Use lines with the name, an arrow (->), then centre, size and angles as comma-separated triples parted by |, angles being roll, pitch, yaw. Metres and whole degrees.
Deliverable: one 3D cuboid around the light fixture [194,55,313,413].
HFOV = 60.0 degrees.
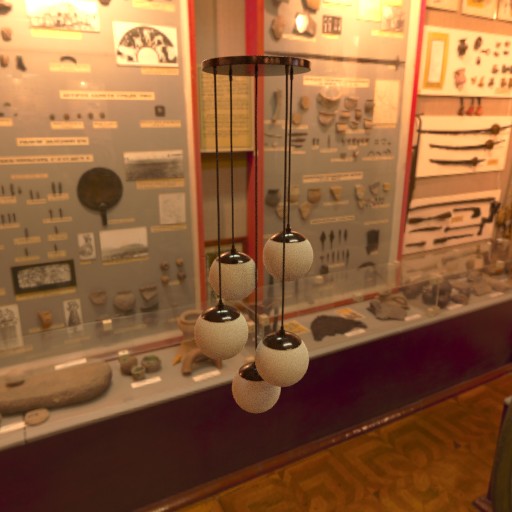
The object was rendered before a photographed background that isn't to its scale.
light fixture -> 0.000, 0.000, 1.581 | 0.489, 1.271, 0.484 | -8, 19, -26
